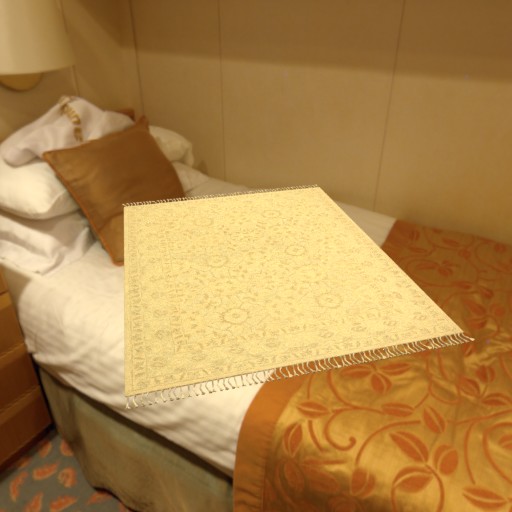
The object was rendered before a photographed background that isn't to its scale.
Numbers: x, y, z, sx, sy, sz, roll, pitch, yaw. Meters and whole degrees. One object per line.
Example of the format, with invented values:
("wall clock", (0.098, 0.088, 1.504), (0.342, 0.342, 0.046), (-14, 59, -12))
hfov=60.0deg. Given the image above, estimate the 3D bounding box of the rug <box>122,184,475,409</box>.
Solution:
("rug", (0.000, 0.000, 4.140), (2.444, 0.013, 3.043), (-8, 32, -12))
